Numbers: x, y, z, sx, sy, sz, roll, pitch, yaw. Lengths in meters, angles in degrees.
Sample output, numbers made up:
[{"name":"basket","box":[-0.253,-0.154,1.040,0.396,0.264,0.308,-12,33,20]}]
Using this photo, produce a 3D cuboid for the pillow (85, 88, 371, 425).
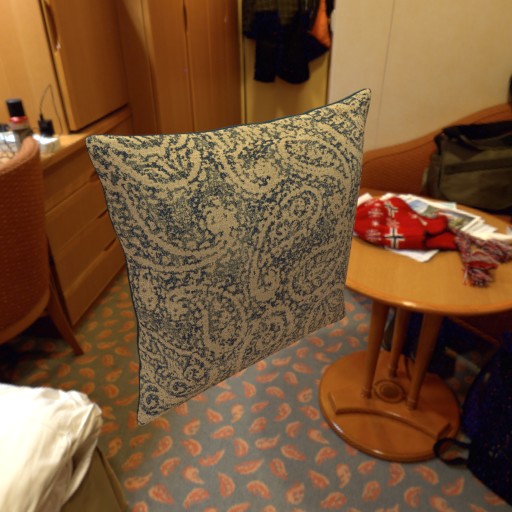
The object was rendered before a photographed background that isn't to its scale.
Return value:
[{"name":"pillow","box":[0.000,0.000,0.787,0.523,0.510,0.166,-21,37,-31]}]
